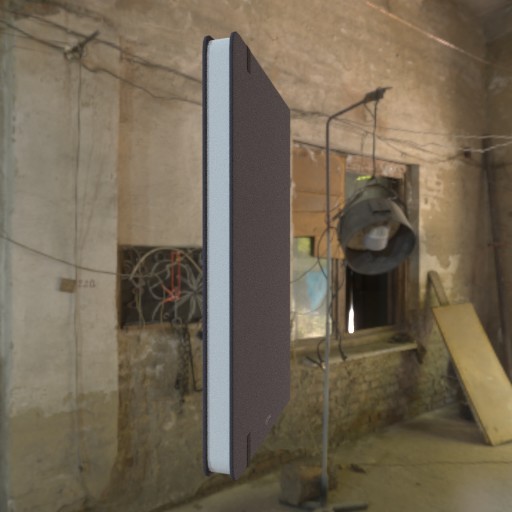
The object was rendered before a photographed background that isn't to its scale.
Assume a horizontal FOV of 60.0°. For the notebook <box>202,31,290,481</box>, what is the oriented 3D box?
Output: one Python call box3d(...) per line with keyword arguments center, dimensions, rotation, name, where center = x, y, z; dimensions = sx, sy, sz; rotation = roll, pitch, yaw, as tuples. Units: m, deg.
box3d(center=(0.000, 0.000, 0.266), dimensions=(0.016, 0.213, 0.127), rotation=(0, 1, 16), name="notebook")
